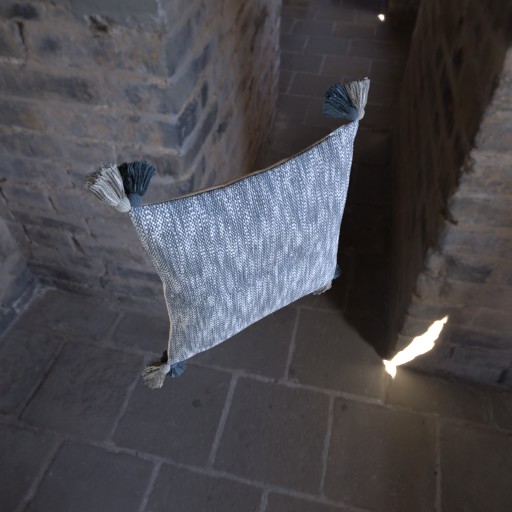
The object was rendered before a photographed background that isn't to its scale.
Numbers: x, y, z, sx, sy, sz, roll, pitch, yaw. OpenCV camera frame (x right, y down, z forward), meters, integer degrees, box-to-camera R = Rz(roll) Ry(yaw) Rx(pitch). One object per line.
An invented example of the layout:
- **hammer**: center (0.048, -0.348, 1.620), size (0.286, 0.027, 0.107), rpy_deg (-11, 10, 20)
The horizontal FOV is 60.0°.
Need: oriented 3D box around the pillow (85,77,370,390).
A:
- **pillow**: center (0.000, 0.000, 0.938), size (0.614, 0.634, 0.138), rpy_deg (-26, 52, -22)
